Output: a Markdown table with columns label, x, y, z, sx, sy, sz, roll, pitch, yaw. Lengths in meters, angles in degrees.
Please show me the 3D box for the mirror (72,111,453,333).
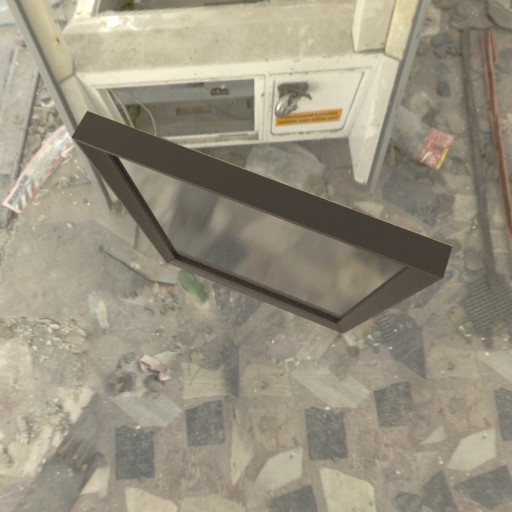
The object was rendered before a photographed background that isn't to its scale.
| label | x | y | z | sx | sy | sz | roll | pitch | yaw |
| --- | --- | --- | --- | --- | --- | --- | --- | --- | --- |
| mirror | 0.000 | 0.000 | 0.697 | 0.406 | 0.509 | 0.041 | 21 | 75 | 6 |
